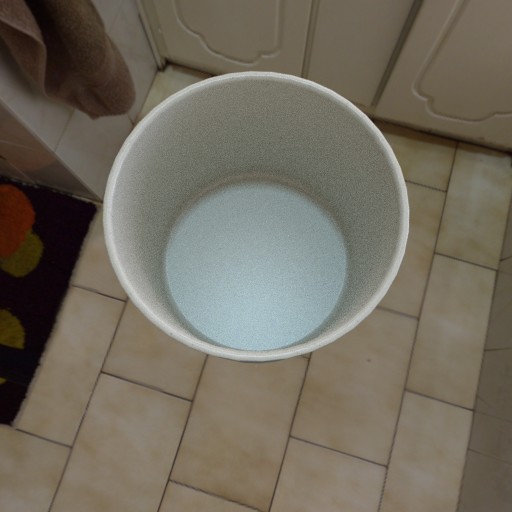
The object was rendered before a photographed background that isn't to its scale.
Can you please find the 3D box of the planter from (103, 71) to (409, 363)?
[{"bbox_3d":[0.000,0.000,0.555,0.261,0.367,0.261,0,76,0],"label":"planter"}]
